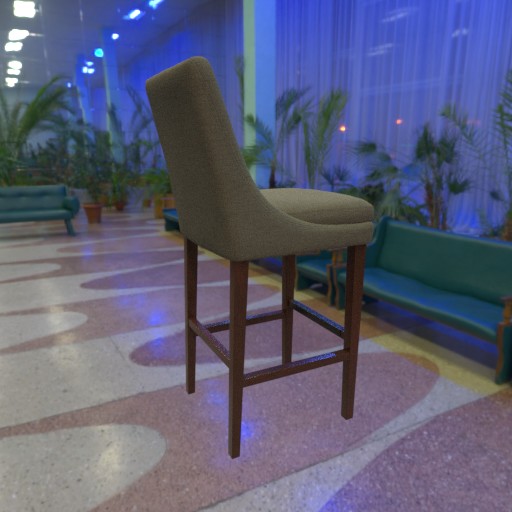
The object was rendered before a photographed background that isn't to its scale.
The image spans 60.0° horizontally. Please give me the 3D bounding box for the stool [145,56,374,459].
[{"bbox_3d":[0.000,0.000,1.408,0.577,1.078,0.470,-7,16,-26],"label":"stool"}]
